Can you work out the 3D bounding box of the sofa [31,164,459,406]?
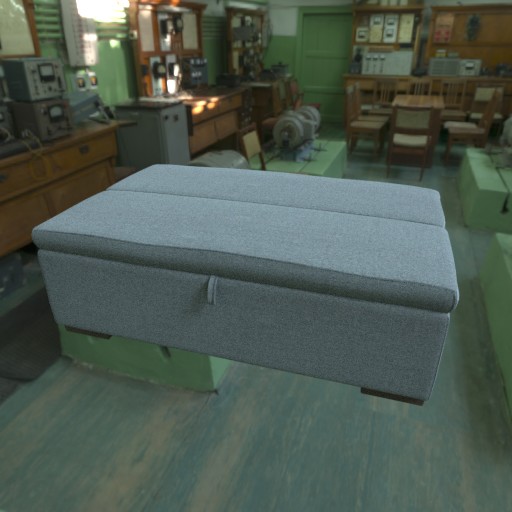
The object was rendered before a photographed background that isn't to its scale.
[{"bbox_3d":[0.000,0.000,1.612,1.250,0.434,0.817,8,28,15],"label":"sofa"}]
